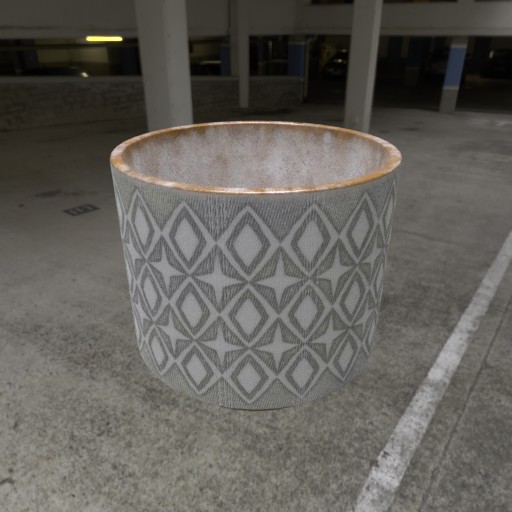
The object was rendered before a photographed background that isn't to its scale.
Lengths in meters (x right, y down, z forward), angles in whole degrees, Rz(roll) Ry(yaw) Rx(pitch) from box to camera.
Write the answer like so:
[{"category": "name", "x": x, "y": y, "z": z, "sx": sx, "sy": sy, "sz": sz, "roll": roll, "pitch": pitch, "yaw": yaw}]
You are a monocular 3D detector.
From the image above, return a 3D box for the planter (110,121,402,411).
[{"category": "planter", "x": 0.000, "y": 0.000, "z": 0.452, "sx": 0.255, "sy": 0.223, "sz": 0.255, "roll": 0, "pitch": 27, "yaw": 0}]
